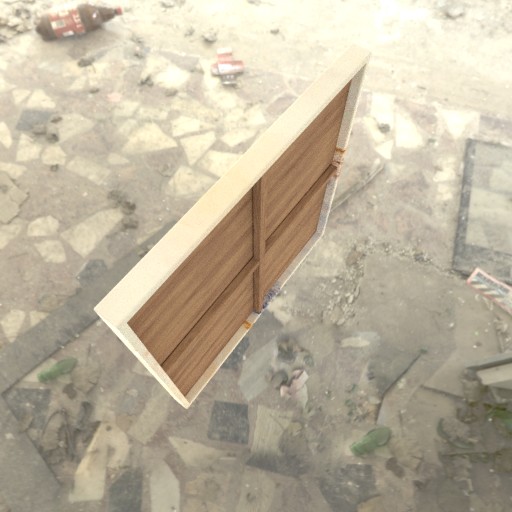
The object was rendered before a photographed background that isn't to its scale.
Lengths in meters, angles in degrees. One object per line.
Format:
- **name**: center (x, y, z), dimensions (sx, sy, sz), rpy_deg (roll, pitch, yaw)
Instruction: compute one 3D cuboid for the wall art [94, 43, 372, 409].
- **wall art**: center (0.000, 0.000, 1.592), dimensions (0.071, 1.061, 1.061), rpy_deg (33, 67, 16)
